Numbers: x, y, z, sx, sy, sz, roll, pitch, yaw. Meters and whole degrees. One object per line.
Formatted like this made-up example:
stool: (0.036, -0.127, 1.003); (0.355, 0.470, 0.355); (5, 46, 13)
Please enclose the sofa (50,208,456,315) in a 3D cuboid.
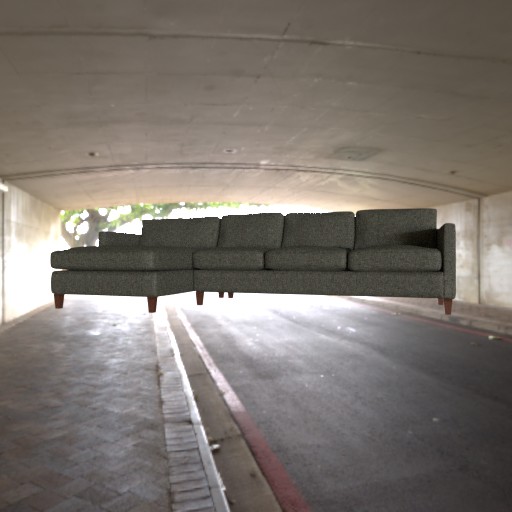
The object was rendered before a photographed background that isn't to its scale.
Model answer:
sofa: (0.000, 0.000, 4.209); (3.485, 0.960, 1.635); (0, 0, 19)
